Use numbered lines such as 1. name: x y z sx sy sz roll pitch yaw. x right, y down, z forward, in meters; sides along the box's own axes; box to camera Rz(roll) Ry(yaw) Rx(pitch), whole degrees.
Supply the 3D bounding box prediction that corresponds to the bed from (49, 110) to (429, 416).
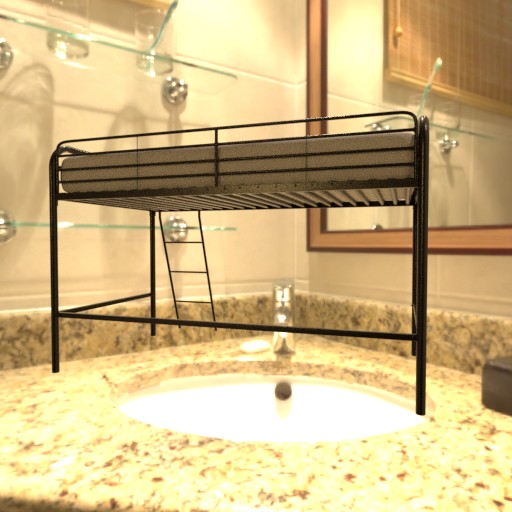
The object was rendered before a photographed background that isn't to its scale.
1. bed: 0.000 0.000 2.811 1.968 1.289 1.393 1 2 18
